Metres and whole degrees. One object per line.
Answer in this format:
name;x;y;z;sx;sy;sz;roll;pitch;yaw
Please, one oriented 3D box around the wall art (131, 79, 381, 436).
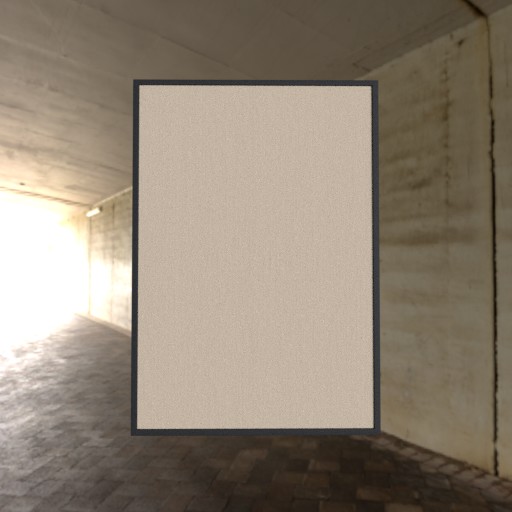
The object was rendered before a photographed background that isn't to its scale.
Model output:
wall art;0.000;0.000;0.825;0.457;0.657;0.013;0;-1;-1
